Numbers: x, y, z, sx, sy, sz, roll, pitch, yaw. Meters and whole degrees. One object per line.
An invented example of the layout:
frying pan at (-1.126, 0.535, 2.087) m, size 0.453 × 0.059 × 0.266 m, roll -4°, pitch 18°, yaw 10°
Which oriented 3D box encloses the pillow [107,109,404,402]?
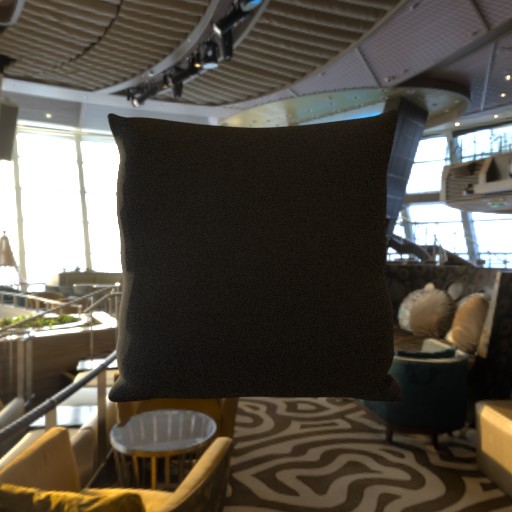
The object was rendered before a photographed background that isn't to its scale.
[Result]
pillow at (0.000, 0.000, 0.757) m, size 0.503 × 0.496 × 0.208 m, roll 0°, pitch 0°, yaw 0°
